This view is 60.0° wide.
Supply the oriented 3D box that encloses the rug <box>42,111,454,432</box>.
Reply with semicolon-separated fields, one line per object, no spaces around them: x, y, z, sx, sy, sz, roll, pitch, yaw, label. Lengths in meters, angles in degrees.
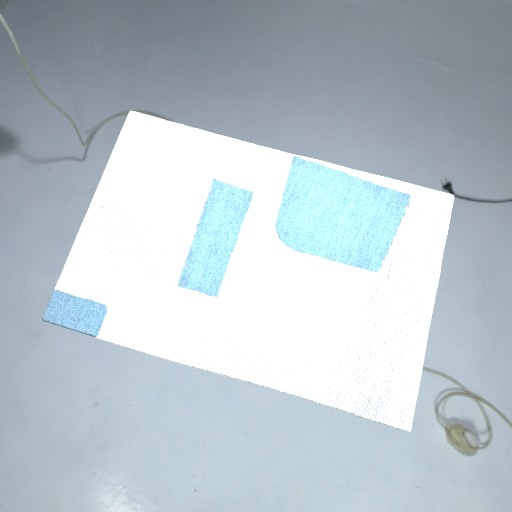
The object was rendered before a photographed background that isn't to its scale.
0.000;0.000;2.279;1.847;0.020;1.238;16;75;4;rug
